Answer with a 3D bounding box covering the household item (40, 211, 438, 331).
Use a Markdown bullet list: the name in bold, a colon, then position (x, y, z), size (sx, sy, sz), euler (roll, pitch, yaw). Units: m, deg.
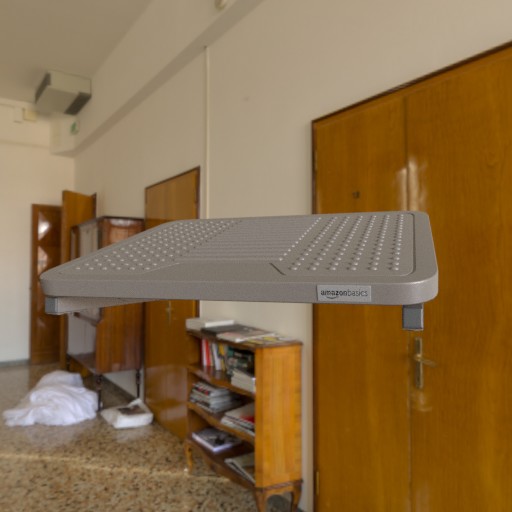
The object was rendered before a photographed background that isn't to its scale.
- **household item**: position (0.000, 0.000, 0.527), size (0.390, 0.126, 0.301), euler (-1, -2, 20)
